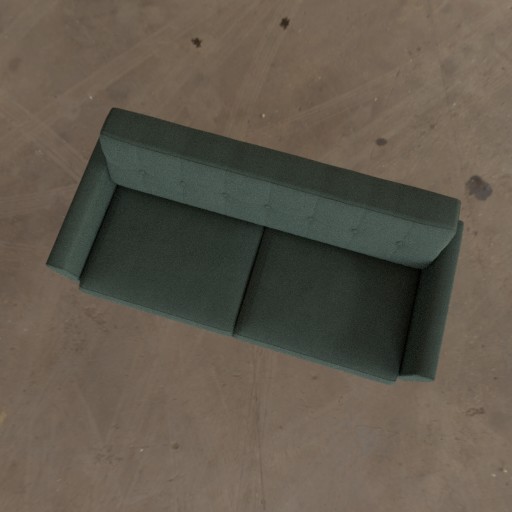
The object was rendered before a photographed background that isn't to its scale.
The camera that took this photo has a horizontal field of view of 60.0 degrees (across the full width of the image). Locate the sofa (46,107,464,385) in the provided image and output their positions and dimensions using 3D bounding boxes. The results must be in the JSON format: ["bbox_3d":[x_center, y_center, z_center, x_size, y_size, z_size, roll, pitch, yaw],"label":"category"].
[{"bbox_3d":[0.000,0.000,2.439,2.029,0.841,0.909,16,76,4],"label":"sofa"}]
